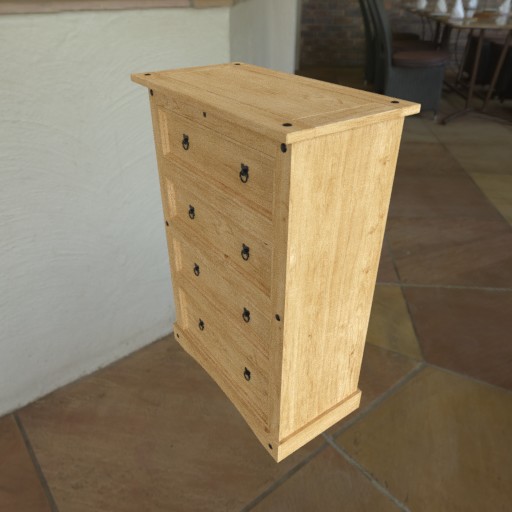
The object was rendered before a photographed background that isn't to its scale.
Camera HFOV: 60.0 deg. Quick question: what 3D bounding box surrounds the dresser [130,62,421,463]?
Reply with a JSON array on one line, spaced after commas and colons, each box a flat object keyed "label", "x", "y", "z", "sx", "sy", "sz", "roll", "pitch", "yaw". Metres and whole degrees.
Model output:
[{"label": "dresser", "x": 0.000, "y": 0.000, "z": 1.780, "sx": 0.485, "sy": 1.300, "sz": 0.915, "roll": -21, "pitch": 38, "yaw": -30}]
